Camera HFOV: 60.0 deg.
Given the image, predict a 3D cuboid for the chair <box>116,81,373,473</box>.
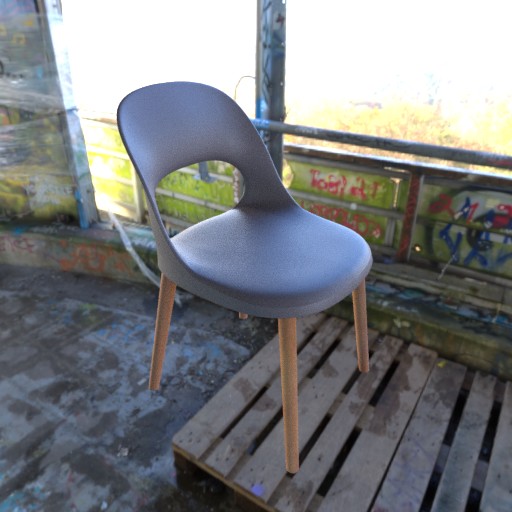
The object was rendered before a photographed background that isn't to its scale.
[{"bbox_3d":[0.000,0.000,1.129,0.556,0.795,0.470,18,33,31],"label":"chair"}]
